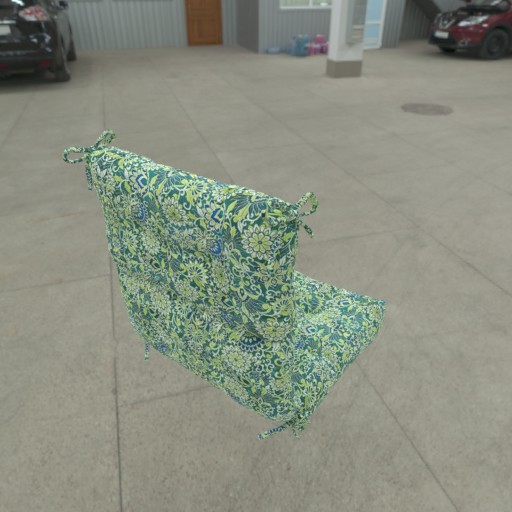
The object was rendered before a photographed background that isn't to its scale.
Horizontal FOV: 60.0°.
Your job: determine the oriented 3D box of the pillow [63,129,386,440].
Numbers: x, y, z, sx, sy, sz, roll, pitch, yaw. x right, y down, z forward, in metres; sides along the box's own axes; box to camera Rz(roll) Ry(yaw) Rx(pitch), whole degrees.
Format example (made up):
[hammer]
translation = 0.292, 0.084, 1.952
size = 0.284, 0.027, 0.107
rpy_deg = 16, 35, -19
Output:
[pillow]
translation = 0.000, 0.000, 1.033
size = 0.519, 0.605, 0.571
rpy_deg = 22, 38, 31
